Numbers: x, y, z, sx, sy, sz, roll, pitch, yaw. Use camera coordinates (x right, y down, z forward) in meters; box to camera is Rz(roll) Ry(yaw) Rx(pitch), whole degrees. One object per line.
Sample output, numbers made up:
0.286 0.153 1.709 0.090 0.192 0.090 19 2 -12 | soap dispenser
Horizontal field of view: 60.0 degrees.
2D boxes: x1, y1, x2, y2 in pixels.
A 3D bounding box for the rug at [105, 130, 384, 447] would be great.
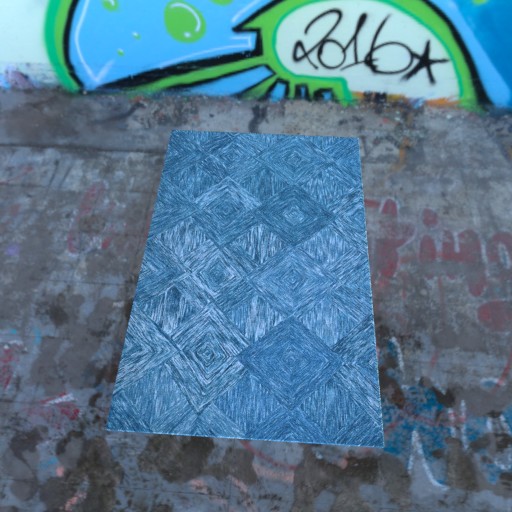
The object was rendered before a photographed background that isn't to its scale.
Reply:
0.000 0.000 2.945 1.490 0.015 2.277 3 59 2 | rug
